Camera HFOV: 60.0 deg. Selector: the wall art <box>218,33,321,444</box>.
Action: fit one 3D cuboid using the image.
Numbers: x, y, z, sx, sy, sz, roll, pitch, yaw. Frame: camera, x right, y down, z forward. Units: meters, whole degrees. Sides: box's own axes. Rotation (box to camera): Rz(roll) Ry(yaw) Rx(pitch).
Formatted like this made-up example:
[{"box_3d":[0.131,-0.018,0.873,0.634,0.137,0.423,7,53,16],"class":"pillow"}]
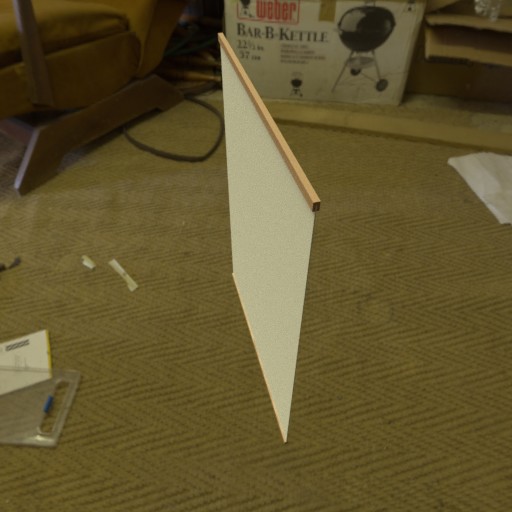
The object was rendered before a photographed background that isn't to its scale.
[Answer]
[{"box_3d":[0.000,0.000,1.338,0.013,1.016,0.758,-11,47,-10],"class":"wall art"}]
